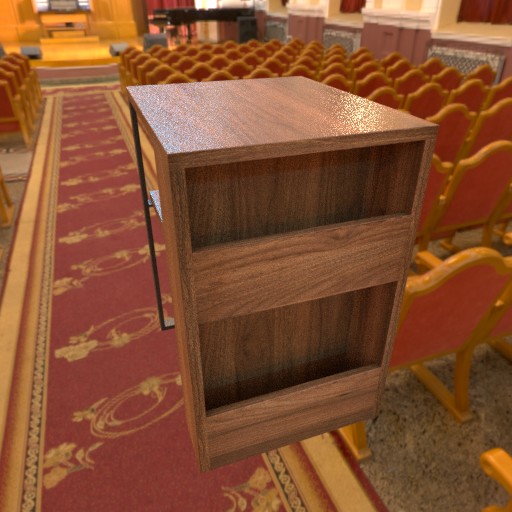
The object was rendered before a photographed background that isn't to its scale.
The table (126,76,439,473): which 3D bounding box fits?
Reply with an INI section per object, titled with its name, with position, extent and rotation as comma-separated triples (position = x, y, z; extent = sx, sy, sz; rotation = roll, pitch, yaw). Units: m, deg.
[table]
position = 0.000, 0.000, 1.559
extent = 0.660, 1.041, 0.786
rotation = -11, 32, -17
